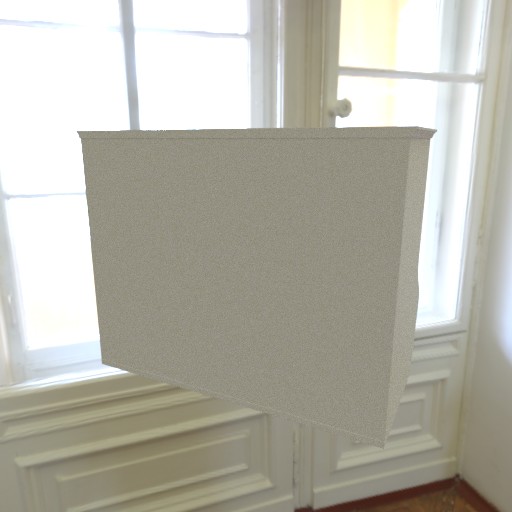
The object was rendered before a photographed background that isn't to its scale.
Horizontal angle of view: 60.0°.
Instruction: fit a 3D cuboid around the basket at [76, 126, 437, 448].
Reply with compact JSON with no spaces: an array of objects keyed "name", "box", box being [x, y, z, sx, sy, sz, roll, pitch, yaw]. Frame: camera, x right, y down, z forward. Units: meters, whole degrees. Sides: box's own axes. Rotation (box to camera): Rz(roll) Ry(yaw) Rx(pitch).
[{"name":"basket","box":[0.000,0.000,1.146,0.792,0.625,0.376,7,16,26]}]
